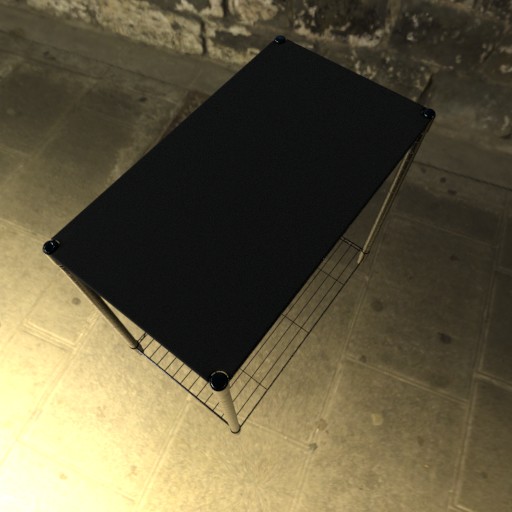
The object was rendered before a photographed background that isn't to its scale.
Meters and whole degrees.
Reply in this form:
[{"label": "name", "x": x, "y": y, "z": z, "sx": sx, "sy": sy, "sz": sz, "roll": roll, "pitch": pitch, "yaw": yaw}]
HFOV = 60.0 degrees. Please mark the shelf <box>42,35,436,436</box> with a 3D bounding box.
[{"label": "shelf", "x": 0.000, "y": 0.000, "z": 0.944, "sx": 0.338, "sy": 0.564, "sz": 0.589, "roll": 34, "pitch": 68, "yaw": 16}]
